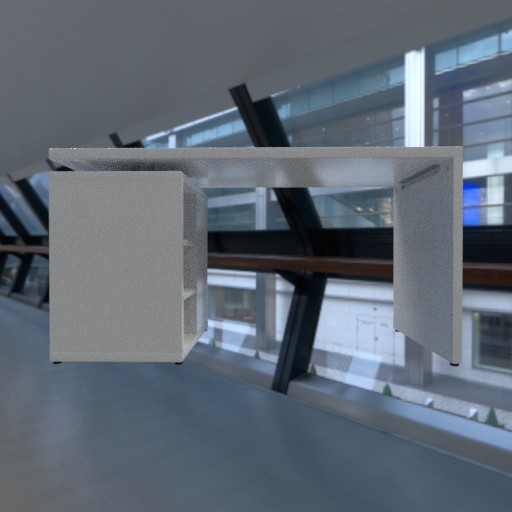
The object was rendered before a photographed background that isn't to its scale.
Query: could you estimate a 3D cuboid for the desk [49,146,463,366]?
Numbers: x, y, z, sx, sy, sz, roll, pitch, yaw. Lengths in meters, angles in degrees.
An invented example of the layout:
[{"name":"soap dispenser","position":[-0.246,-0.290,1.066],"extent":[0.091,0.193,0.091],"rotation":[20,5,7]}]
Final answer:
[{"name":"desk","position":[0.000,0.000,1.846],"extent":[1.400,0.740,0.690],"rotation":[0,1,1]}]
